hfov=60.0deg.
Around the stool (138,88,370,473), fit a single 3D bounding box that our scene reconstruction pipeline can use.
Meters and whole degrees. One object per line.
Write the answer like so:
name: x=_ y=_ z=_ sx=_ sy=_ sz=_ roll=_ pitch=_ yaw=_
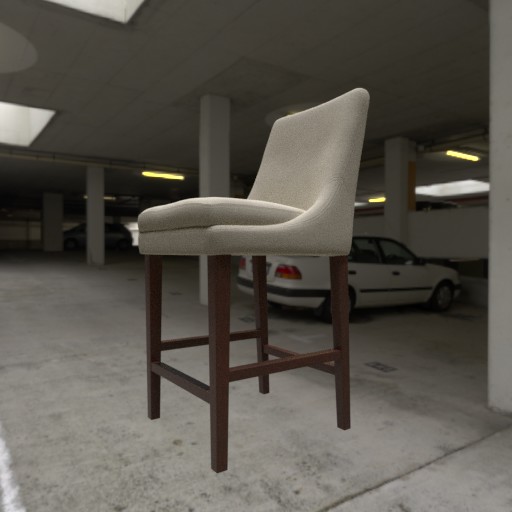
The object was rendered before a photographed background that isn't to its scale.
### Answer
stool: x=0.000 y=0.000 z=1.317 sx=0.577 sy=0.981 sz=0.470 roll=0 pitch=1 yaw=-35
